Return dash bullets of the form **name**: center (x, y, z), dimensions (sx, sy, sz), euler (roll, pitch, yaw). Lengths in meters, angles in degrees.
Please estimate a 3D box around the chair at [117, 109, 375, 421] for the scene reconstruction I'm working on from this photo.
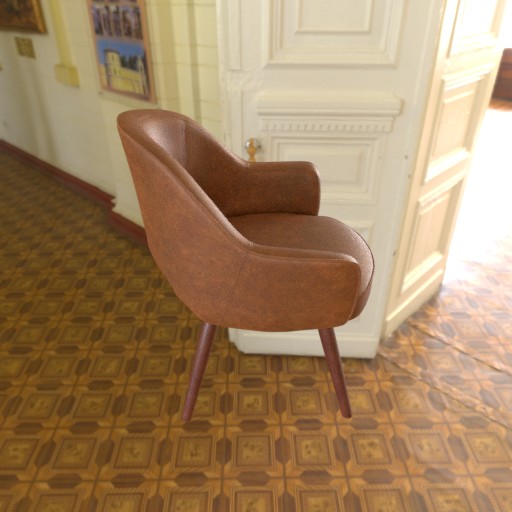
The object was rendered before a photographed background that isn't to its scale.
- **chair**: center (0.000, 0.000, 1.235), dimensions (0.640, 0.777, 0.591), euler (-1, 32, -1)
